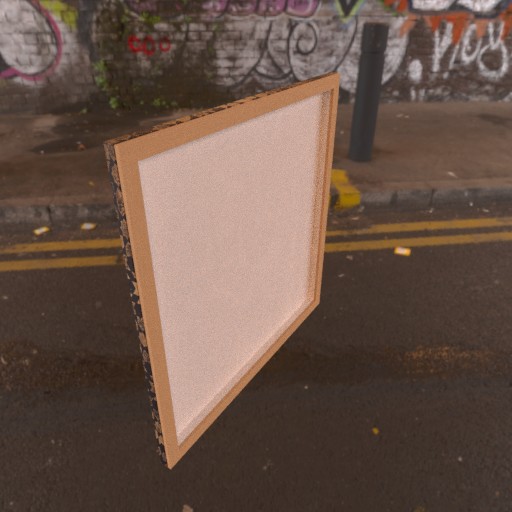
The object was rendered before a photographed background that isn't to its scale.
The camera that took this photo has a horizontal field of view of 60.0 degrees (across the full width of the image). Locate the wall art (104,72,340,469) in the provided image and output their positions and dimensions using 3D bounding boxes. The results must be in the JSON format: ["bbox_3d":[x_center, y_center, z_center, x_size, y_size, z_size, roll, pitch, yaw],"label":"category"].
[{"bbox_3d":[0.000,0.000,1.328,0.038,0.914,0.914,19,36,28],"label":"wall art"}]
